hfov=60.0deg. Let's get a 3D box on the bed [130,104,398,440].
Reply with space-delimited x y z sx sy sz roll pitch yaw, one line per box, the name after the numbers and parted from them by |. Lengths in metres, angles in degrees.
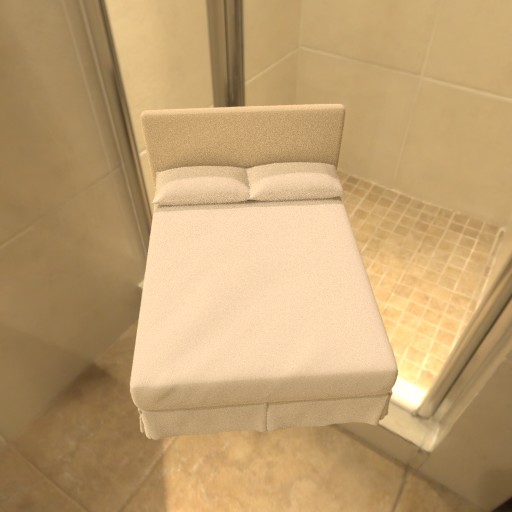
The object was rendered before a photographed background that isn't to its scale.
0.000 0.000 3.311 1.714 1.330 2.147 -3 46 -3 | bed
